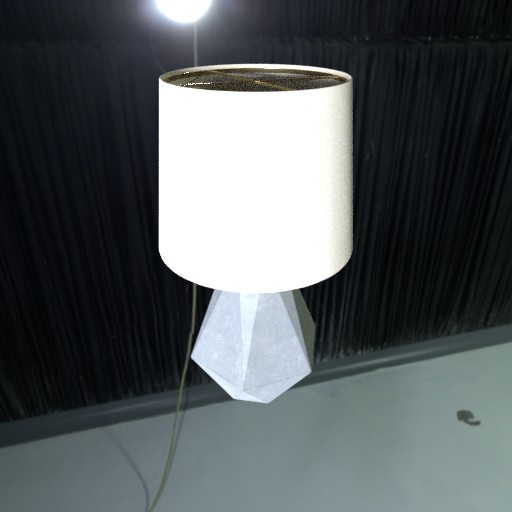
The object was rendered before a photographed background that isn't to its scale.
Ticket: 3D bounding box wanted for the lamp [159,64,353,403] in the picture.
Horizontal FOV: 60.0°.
[{"bbox_3d":[0.000,0.000,0.658,0.276,0.501,0.276,0,30,0],"label":"lamp"}]
